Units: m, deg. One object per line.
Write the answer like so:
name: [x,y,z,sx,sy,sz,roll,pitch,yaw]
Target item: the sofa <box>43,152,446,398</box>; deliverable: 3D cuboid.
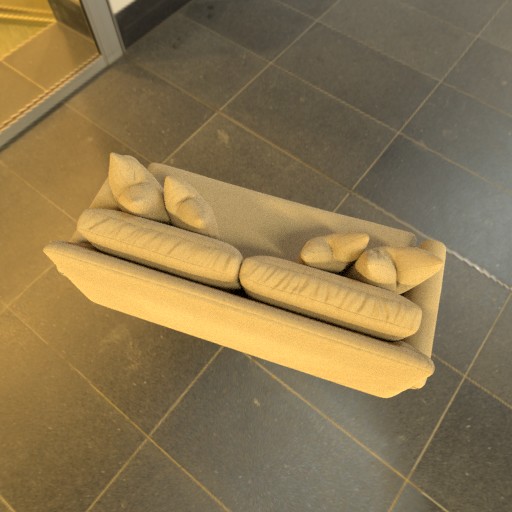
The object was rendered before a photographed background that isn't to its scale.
sofa: [0.000,0.000,2.844,2.285,0.904,1.067,17,65,8]
